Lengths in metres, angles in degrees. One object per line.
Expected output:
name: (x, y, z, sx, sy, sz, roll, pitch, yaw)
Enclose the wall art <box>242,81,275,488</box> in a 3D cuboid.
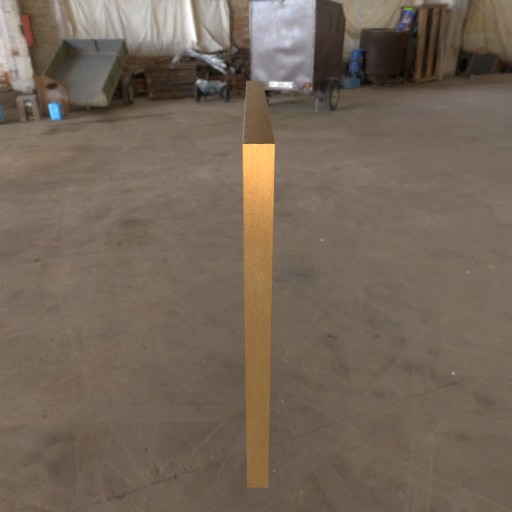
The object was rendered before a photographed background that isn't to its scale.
wall art: (0.000, 0.000, 0.454, 0.019, 0.302, 0.302, 0, 28, -1)
